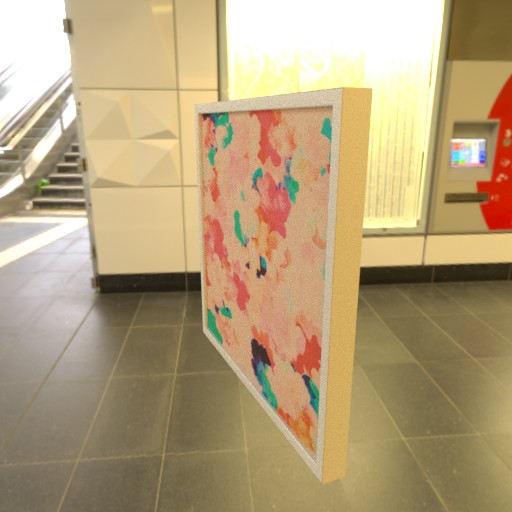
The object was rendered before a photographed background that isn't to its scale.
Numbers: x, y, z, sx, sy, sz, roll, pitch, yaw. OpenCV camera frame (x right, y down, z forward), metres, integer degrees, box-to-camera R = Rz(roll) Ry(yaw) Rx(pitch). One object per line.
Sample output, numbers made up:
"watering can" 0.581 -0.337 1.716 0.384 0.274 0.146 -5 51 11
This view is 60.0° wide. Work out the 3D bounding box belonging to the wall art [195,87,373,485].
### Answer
"wall art" 0.000 0.000 0.755 0.038 0.505 0.506 -8 18 -24
